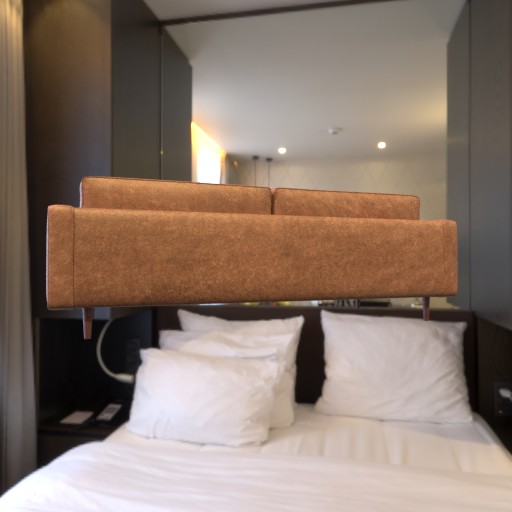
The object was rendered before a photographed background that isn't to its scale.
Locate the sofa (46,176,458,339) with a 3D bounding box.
[{"bbox_3d":[0.000,0.000,2.659,2.210,0.762,0.914,0,-1,-19],"label":"sofa"}]
